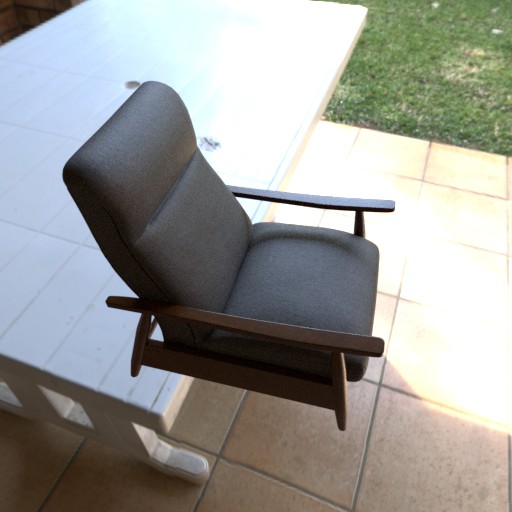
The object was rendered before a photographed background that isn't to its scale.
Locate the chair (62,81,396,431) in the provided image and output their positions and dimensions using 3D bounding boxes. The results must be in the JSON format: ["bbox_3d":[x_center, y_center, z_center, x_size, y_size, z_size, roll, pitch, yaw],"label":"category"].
[{"bbox_3d":[0.000,0.000,1.752,1.014,1.081,0.762,11,47,10],"label":"chair"}]
